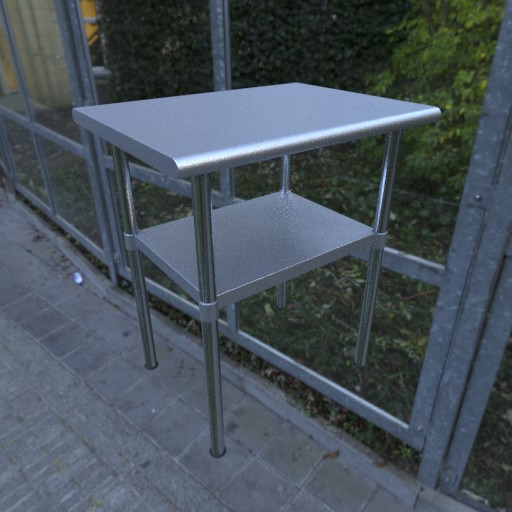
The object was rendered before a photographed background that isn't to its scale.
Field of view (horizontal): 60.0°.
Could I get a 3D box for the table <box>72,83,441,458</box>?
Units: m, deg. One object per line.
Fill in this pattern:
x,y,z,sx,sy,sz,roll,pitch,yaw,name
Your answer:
0.000,0.000,1.356,0.762,0.876,0.584,-20,35,-32,table
